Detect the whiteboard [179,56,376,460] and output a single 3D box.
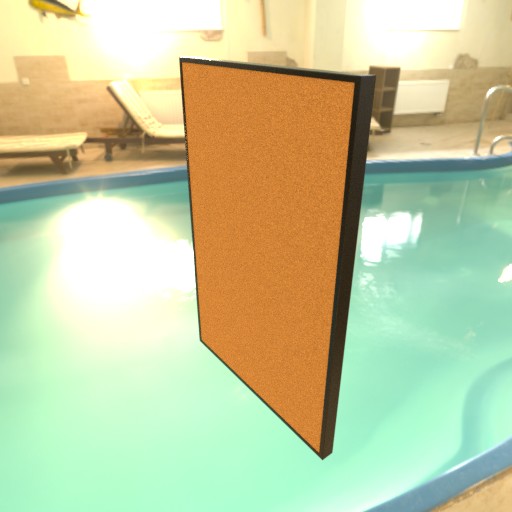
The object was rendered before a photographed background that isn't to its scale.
[{"bbox_3d":[0.000,0.000,0.765,0.026,0.611,0.406,-19,33,-32],"label":"whiteboard"}]
